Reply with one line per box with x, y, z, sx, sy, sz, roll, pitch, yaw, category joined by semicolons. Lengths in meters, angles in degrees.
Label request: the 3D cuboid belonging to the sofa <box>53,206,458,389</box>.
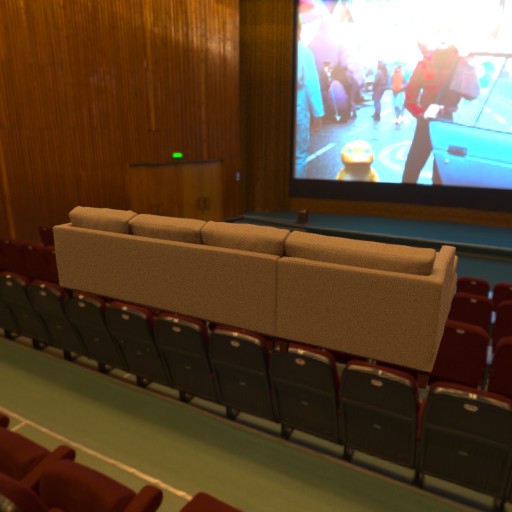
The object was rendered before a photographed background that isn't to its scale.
0.000;0.000;3.905;3.186;0.846;1.625;8;18;27;sofa
